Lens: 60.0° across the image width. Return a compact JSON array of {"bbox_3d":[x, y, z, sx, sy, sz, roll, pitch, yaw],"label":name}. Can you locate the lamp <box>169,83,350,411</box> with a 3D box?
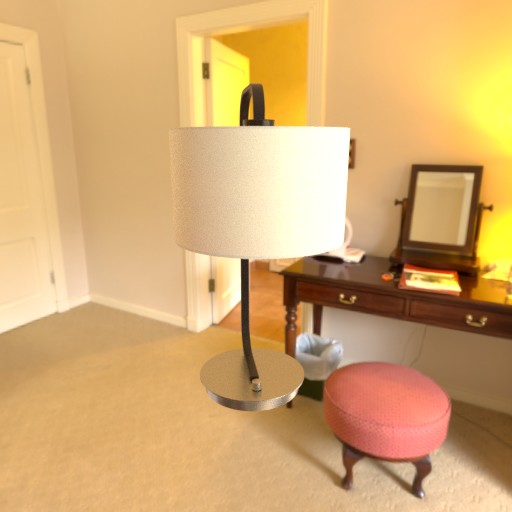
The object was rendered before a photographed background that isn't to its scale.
[{"bbox_3d":[0.000,0.000,0.646,0.230,0.473,0.288,-2,15,-8],"label":"lamp"}]
